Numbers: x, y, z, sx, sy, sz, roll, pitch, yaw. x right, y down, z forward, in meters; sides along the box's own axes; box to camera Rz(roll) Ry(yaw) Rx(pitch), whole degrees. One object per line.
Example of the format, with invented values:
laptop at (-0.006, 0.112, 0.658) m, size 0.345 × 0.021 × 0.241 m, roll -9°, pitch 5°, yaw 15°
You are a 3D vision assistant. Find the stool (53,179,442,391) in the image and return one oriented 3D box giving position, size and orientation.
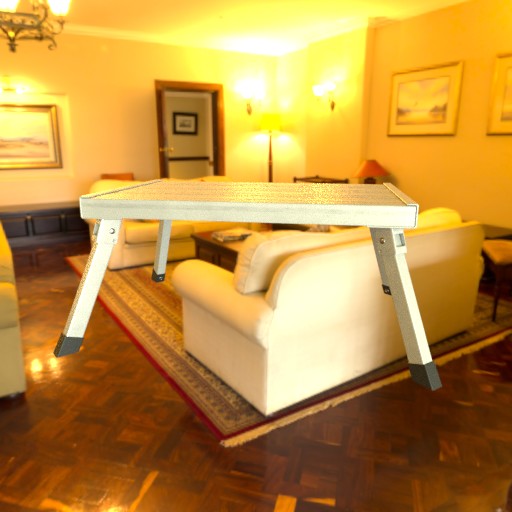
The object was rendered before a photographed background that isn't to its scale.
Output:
stool at (0.000, 0.000, 0.744) m, size 0.535 × 0.225 × 0.385 m, roll 2°, pitch 15°, yaw 9°
